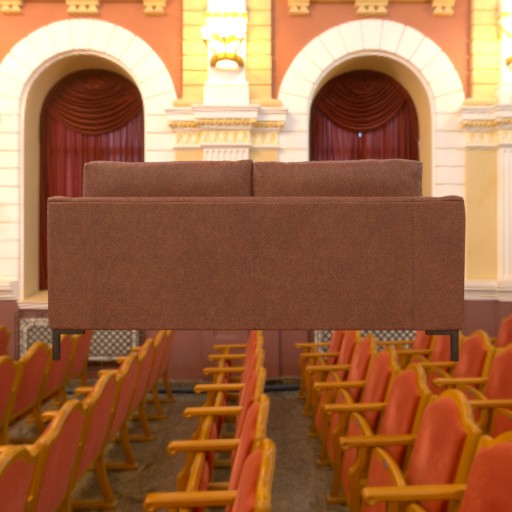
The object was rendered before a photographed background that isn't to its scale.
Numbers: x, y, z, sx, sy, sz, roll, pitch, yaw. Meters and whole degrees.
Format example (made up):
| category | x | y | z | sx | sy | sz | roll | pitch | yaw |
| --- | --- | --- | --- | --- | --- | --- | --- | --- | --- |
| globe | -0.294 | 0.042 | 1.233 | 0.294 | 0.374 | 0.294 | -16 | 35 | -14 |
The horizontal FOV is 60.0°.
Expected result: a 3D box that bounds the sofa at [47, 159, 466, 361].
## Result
| category | x | y | z | sx | sy | sz | roll | pitch | yaw |
| --- | --- | --- | --- | --- | --- | --- | --- | --- | --- |
| sofa | 0.000 | 0.000 | 2.284 | 1.797 | 0.883 | 0.899 | 0 | 0 | 0 |
